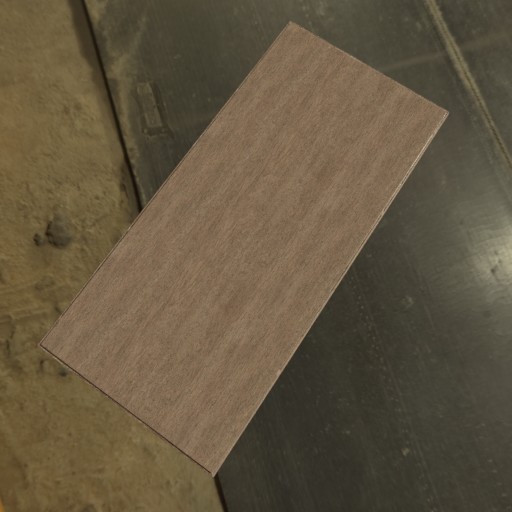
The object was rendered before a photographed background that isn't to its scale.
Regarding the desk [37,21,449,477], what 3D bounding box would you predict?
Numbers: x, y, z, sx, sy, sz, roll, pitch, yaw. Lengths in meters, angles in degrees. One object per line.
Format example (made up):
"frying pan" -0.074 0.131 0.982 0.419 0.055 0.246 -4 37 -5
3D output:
"desk" 0.000 0.000 1.762 0.610 0.912 1.289 34 79 7
